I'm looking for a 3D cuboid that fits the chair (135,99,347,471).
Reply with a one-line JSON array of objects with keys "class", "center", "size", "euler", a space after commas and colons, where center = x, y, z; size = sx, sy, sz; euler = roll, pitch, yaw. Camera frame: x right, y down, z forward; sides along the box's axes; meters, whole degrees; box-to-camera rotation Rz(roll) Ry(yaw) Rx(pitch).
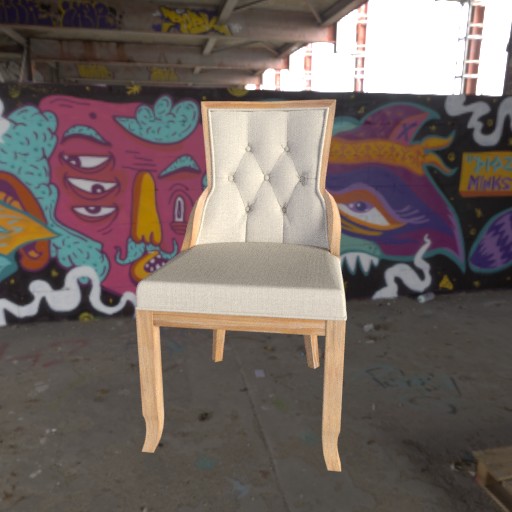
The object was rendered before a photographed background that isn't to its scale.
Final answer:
[{"class": "chair", "center": [0.000, 0.000, 1.345], "size": [0.524, 0.947, 0.641], "euler": [2, 14, 8]}]
